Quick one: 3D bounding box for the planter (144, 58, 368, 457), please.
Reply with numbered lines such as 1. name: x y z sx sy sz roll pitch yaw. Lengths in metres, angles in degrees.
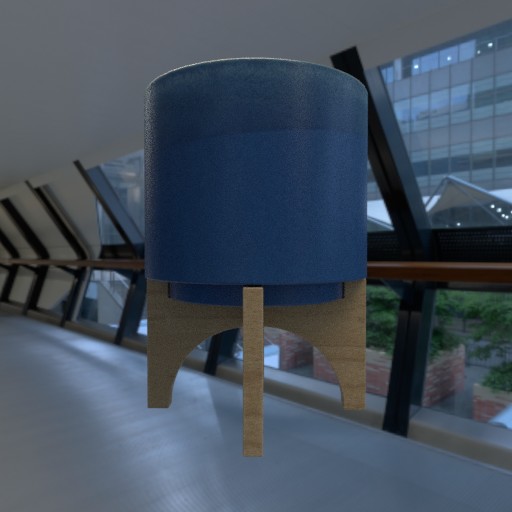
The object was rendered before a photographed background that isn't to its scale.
1. planter: 0.000 0.000 0.537 0.261 0.367 0.261 0 1 0
